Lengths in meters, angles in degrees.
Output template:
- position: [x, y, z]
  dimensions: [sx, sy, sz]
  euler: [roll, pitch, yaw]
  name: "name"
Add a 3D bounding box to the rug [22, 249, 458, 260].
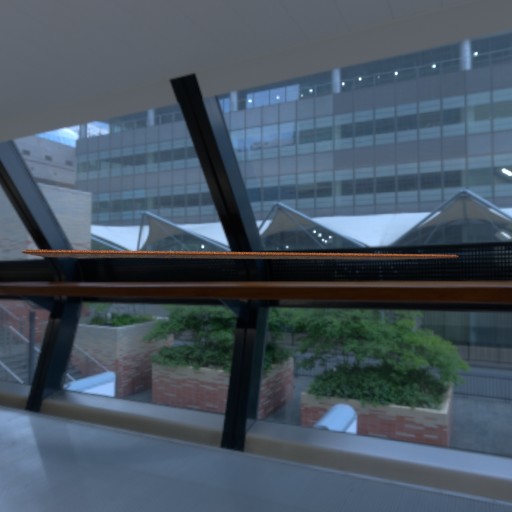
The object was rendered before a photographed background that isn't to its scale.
- position: [0.000, 0.000, 2.508]
  dimensions: [2.274, 0.016, 0.651]
  euler: [1, -2, -19]
  name: "rug"
